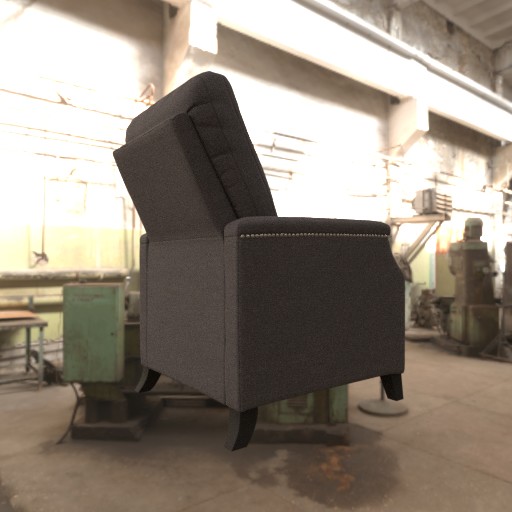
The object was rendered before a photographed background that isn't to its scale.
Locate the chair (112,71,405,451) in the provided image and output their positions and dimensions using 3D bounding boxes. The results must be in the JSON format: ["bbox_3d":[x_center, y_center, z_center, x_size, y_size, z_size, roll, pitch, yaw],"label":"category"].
[{"bbox_3d":[0.000,0.000,1.651,0.922,1.049,0.710,1,-1,-37],"label":"chair"}]
